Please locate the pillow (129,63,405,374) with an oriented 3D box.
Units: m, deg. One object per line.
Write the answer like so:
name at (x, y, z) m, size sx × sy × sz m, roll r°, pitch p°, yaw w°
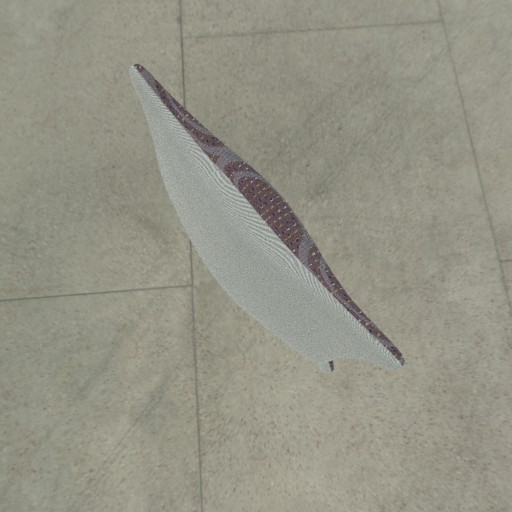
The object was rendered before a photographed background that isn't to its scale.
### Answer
pillow at (0.000, 0.000, 0.788) m, size 0.163 × 0.513 × 0.514 m, roll -39°, pitch 78°, yaw -10°
